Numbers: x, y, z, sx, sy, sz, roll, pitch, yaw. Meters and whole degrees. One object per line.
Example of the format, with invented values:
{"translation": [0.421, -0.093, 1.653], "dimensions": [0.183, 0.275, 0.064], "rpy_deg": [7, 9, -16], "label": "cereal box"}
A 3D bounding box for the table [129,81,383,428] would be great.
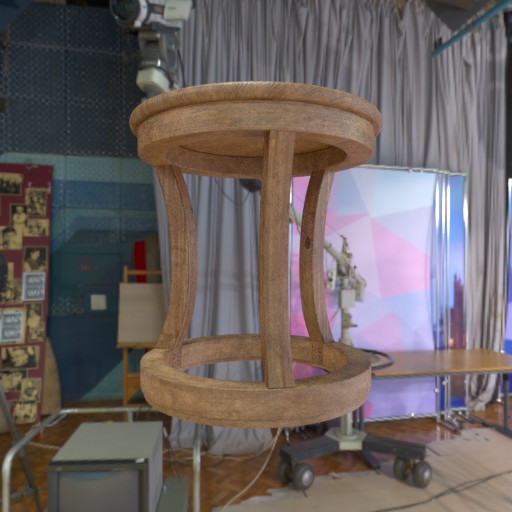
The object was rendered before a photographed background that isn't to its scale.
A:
{"translation": [0.000, 0.000, 0.788], "dimensions": [0.432, 0.460, 0.432], "rpy_deg": [0, 1, 0], "label": "table"}
